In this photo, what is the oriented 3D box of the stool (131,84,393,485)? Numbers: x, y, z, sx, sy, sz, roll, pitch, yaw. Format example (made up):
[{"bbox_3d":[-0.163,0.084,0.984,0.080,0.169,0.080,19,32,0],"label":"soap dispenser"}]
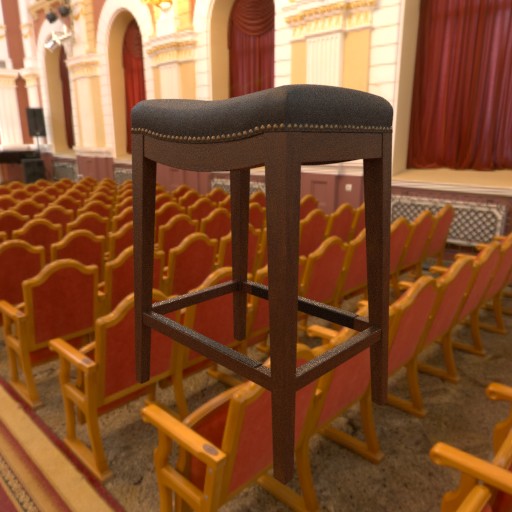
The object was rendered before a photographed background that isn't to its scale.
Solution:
[{"bbox_3d":[0.000,0.000,0.966,0.490,0.664,0.353,14,21,43],"label":"stool"}]
